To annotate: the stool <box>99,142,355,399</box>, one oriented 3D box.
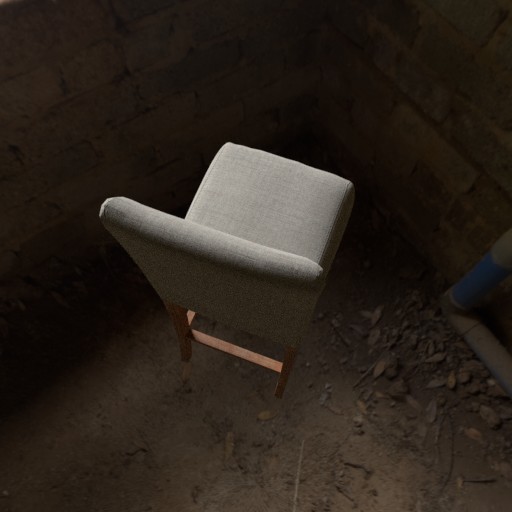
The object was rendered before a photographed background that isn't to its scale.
[{"bbox_3d":[0.000,0.000,1.341,0.454,1.039,0.567,19,64,9],"label":"stool"}]
